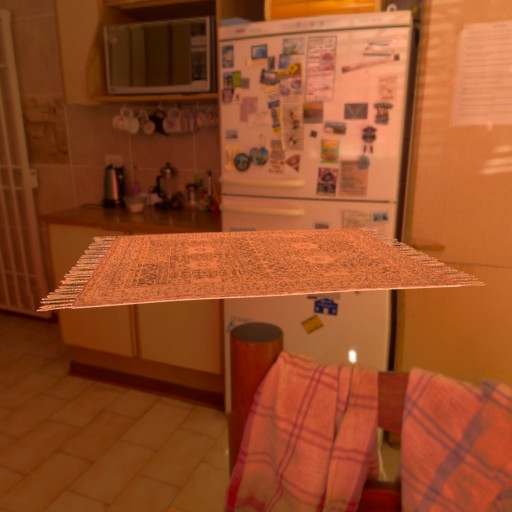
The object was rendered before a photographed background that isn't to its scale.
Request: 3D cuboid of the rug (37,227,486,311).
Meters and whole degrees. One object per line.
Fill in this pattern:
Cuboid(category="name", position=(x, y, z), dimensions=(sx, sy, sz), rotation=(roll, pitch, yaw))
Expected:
Cuboid(category="rug", position=(0.000, 0.000, 3.095), dimensions=(2.465, 0.023, 1.619), rotation=(-2, 16, -9))
